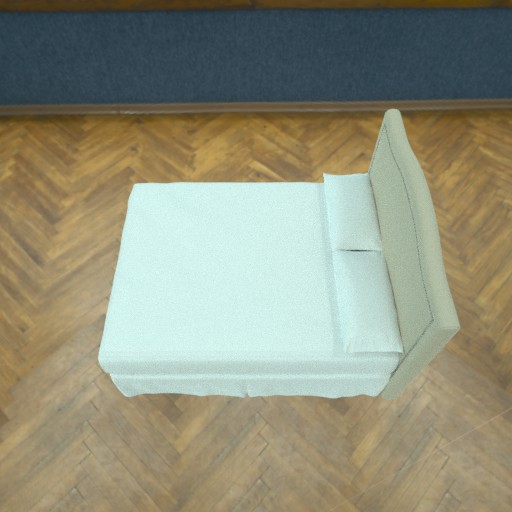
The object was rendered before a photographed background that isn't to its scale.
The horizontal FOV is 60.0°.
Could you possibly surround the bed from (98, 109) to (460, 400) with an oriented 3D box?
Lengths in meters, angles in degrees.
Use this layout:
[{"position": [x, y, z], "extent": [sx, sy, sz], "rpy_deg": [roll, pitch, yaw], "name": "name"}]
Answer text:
[{"position": [0.000, 0.000, 3.287], "extent": [2.143, 1.460, 1.753], "rpy_deg": [0, 56, 0], "name": "bed"}]
